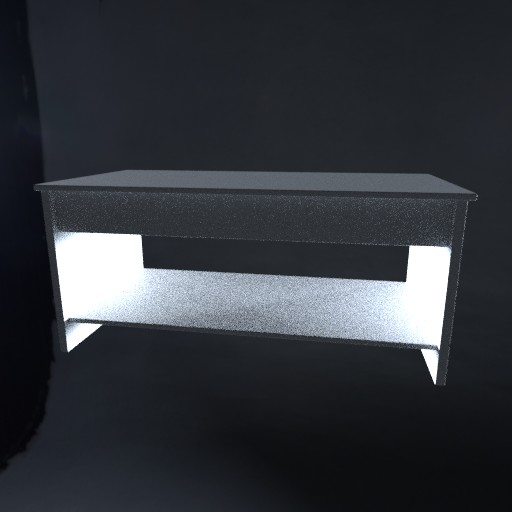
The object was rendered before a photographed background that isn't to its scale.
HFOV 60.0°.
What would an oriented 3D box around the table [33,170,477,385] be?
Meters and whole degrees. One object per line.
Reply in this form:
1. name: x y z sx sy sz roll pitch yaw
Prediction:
1. table: 0.000 0.000 1.277 1.000 0.441 0.500 3 15 10
